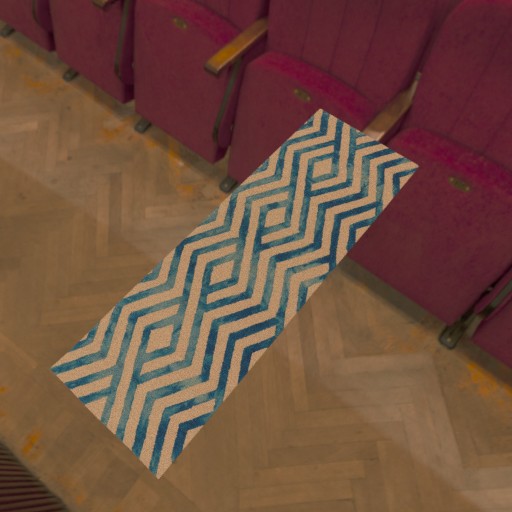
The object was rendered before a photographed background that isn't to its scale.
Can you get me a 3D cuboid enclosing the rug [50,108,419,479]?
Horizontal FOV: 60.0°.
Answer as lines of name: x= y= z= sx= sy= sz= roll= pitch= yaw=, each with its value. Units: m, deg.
rug: x=0.000 y=0.000 z=1.626 sx=0.503 sy=0.007 sz=1.492 roll=37 pitch=68 yaw=17
